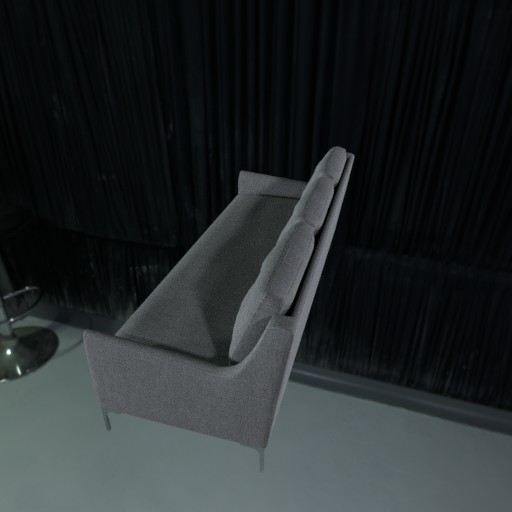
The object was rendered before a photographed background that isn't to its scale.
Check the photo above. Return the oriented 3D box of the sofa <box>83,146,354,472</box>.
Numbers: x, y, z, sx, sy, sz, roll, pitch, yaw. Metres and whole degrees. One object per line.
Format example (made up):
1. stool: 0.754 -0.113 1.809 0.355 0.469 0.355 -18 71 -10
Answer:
1. sofa: 0.000 0.000 2.530 0.849 0.837 2.060 8 31 14
